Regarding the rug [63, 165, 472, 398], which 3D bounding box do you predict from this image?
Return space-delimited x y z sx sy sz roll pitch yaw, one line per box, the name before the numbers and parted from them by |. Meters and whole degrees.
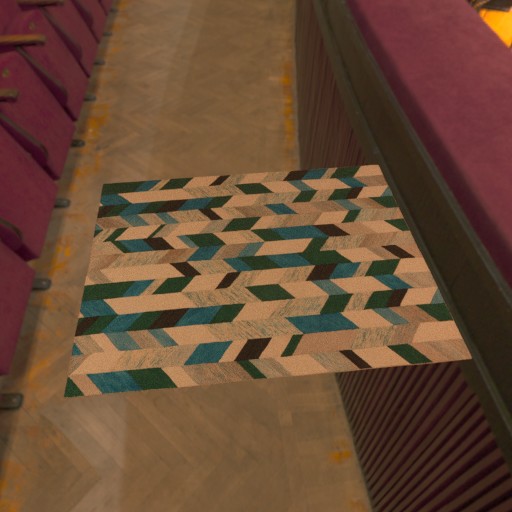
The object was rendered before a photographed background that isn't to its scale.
rug | 0.000 0.000 4.059 3.036 0.008 2.440 -5 48 -4
